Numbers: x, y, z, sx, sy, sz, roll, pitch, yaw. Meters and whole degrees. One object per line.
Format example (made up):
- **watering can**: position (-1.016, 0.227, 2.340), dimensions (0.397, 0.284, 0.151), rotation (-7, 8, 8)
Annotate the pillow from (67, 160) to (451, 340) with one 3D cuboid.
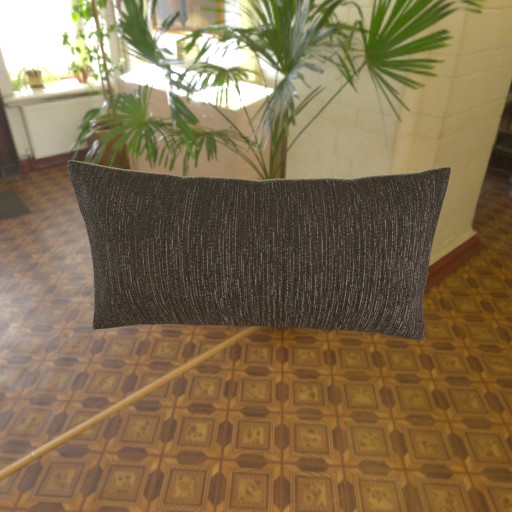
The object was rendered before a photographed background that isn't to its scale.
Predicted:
- **pillow**: position (0.000, 0.000, 0.752), dimensions (0.608, 0.305, 0.156), rotation (1, 31, 2)
